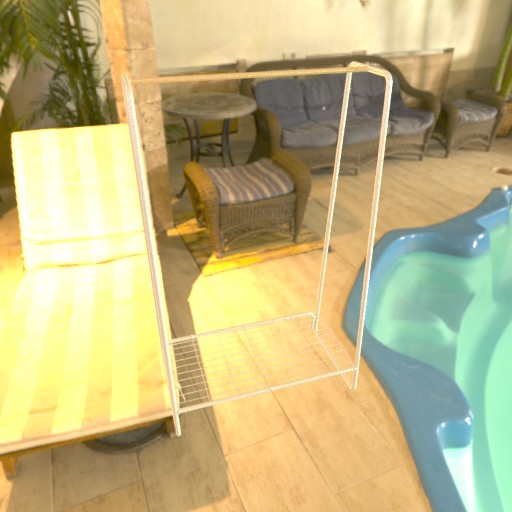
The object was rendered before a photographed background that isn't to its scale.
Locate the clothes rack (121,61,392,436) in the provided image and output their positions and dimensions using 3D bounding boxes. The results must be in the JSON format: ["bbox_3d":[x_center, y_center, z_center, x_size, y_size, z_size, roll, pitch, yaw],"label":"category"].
[{"bbox_3d":[0.000,0.000,1.927,0.900,1.500,0.495,-9,33,-15],"label":"clothes rack"}]
